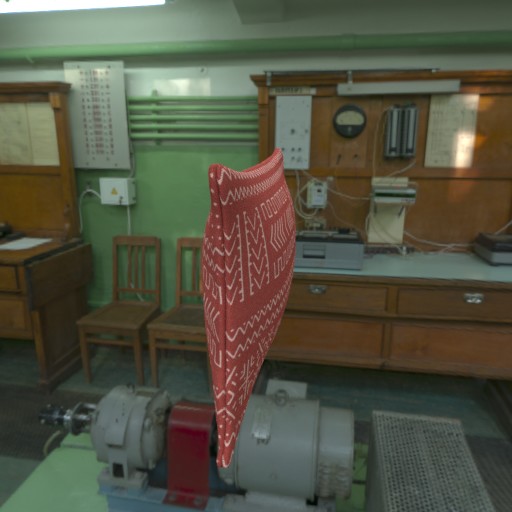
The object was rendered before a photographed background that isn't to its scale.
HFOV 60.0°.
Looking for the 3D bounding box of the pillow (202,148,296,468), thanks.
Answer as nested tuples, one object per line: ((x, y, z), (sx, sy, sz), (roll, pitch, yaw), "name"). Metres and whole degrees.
((0.000, 0.000, 0.774), (0.130, 0.352, 0.640), (2, 15, 8), "pillow")
